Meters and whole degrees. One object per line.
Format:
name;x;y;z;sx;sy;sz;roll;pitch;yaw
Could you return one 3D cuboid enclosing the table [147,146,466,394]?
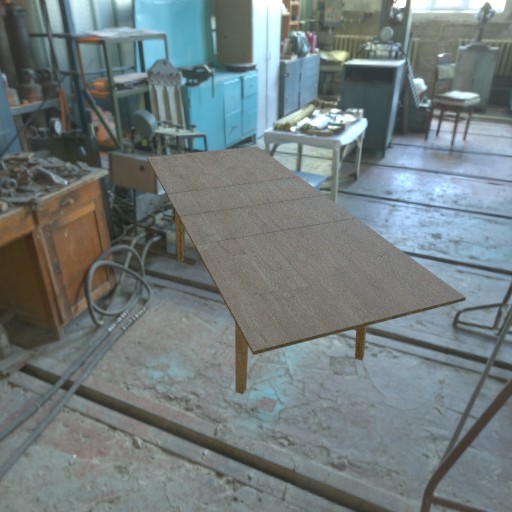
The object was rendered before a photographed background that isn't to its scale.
table;0.000;0.000;3.045;1.000;0.752;2.603;-10;31;-18
